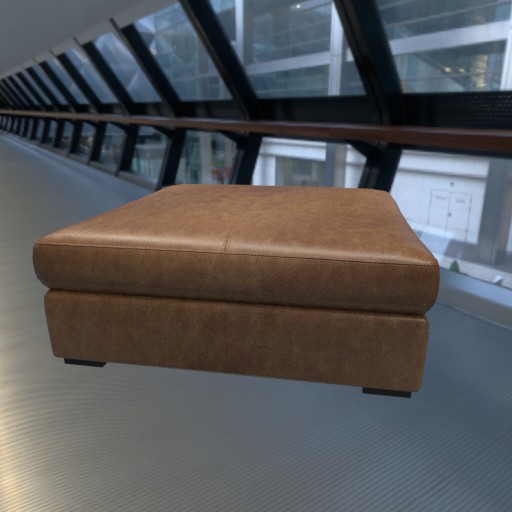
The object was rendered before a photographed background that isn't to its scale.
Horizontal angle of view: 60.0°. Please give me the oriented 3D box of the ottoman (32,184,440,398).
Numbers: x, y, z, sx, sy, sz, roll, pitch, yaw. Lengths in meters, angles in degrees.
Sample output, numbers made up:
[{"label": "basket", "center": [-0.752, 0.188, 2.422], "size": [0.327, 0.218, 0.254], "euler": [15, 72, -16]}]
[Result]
[{"label": "ottoman", "center": [0.000, 0.000, 1.811], "size": [1.169, 0.483, 1.168], "euler": [3, 17, 10]}]
